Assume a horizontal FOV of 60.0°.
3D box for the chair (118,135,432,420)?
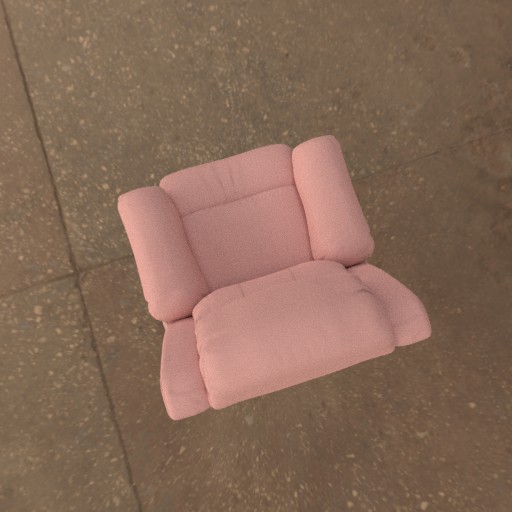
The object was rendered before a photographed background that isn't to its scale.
[{"bbox_3d":[0.000,0.000,1.273,0.680,0.702,0.709,-17,77,-4],"label":"chair"}]
